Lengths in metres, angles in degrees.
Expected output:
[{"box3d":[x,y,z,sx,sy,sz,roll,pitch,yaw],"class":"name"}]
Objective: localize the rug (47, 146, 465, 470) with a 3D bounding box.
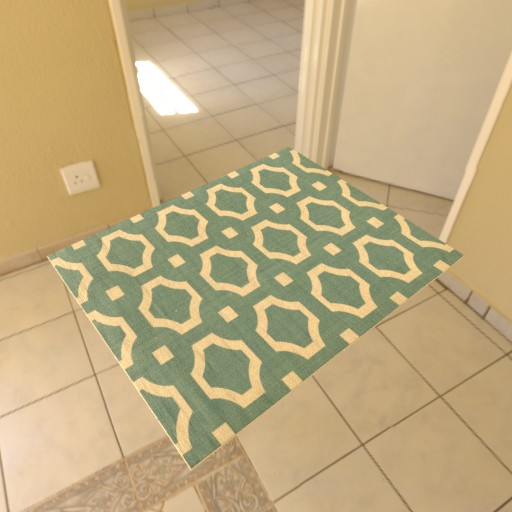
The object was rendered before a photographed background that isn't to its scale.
[{"box3d":[0.000,0.000,4.154,3.049,0.021,2.466,-30,52,-26],"class":"rug"}]
